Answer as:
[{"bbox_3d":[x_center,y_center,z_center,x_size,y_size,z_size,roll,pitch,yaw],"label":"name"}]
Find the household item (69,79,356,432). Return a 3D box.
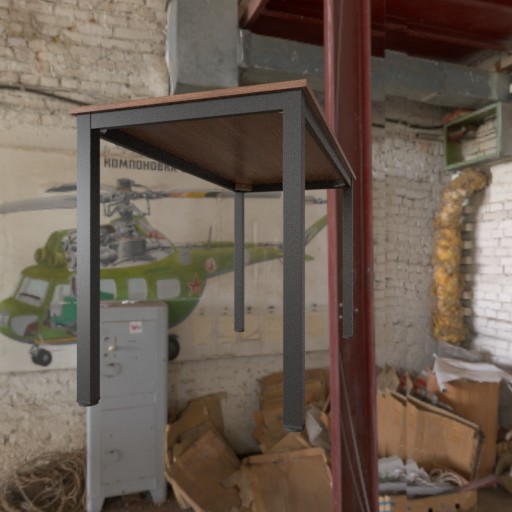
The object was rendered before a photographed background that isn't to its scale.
[{"bbox_3d":[0.000,0.000,1.587,0.600,0.750,1.200,0,0,18],"label":"household item"}]
